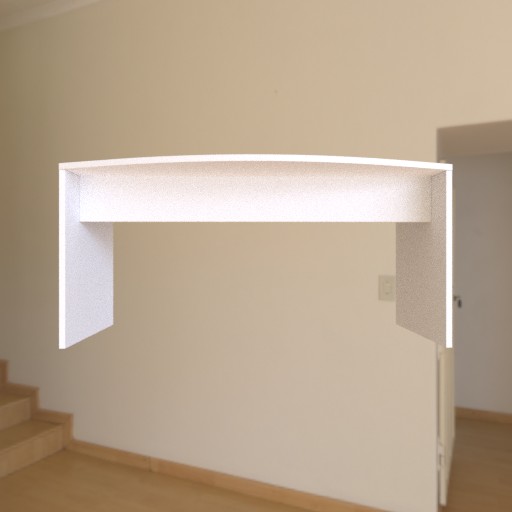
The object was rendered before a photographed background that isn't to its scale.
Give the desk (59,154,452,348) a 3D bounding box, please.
[{"bbox_3d":[0.000,0.000,2.035,1.600,0.750,0.802,0,0,-1],"label":"desk"}]
